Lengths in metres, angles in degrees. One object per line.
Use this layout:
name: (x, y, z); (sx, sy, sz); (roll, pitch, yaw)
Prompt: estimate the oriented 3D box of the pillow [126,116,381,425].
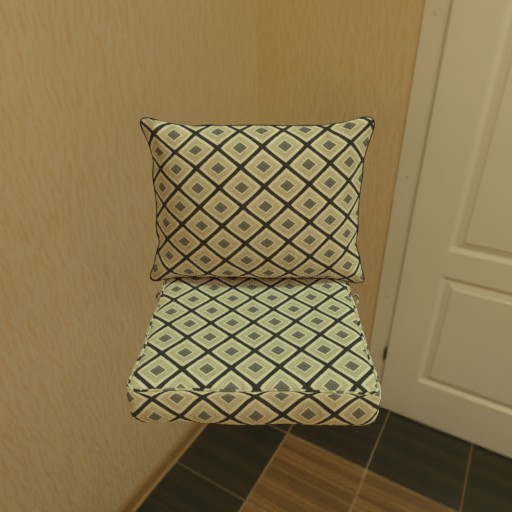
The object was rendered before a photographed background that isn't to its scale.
pillow: (0.000, 0.000, 1.364); (0.798, 0.722, 0.733); (0, 29, 1)
